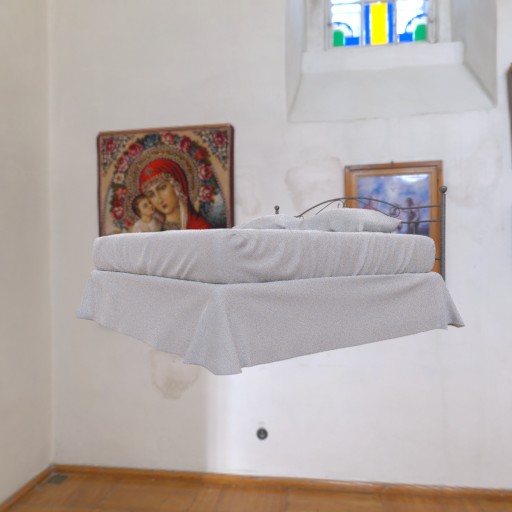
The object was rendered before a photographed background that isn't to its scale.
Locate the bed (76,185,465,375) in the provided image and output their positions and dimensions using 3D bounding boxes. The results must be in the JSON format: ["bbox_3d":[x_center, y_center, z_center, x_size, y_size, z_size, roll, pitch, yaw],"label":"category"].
[{"bbox_3d":[0.000,0.000,3.523,2.220,1.080,2.309,-1,1,-37],"label":"bed"}]
